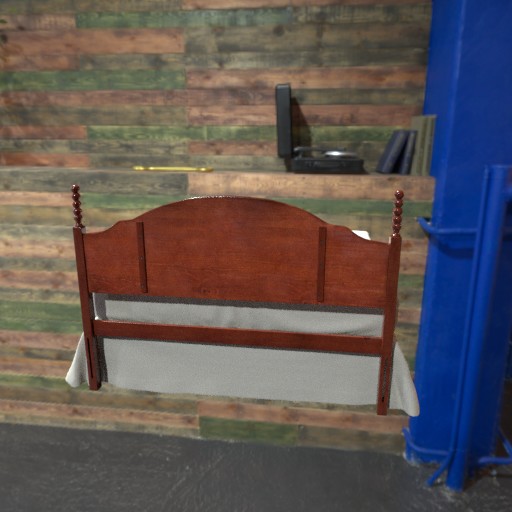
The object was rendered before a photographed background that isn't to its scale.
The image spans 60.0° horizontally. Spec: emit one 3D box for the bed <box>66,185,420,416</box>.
[{"bbox_3d":[0.000,0.000,3.690,2.322,1.355,2.219,2,15,8],"label":"bed"}]
